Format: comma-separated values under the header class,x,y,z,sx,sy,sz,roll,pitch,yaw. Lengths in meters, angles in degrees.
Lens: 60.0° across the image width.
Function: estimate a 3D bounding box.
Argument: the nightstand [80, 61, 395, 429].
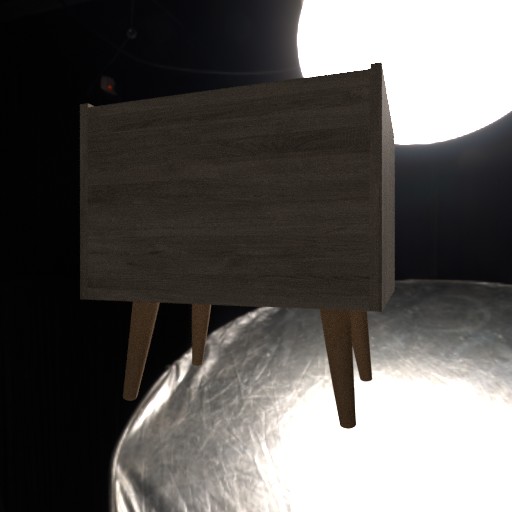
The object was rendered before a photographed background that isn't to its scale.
class,x,y,z,sx,sy,sz,roll,pitch,yaw
nightstand,0.000,0.000,0.829,0.480,0.500,0.380,0,0,20
